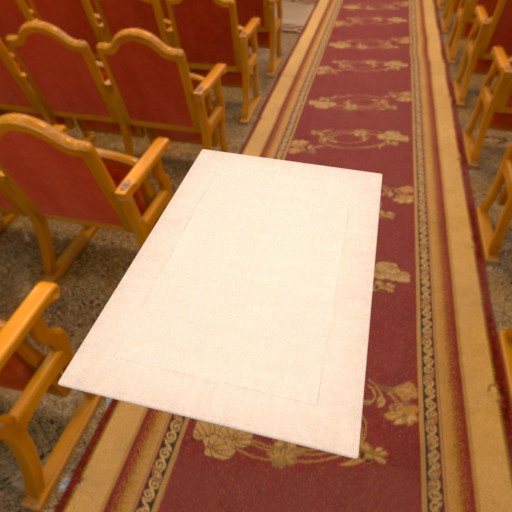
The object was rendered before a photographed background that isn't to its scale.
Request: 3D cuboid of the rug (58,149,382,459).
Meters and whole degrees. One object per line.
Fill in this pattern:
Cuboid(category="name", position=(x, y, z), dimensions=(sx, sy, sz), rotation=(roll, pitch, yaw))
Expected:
Cuboid(category="rug", position=(0.000, 0.000, 2.331), dimensions=(1.219, 0.013, 1.829), rotation=(10, 46, 10))
